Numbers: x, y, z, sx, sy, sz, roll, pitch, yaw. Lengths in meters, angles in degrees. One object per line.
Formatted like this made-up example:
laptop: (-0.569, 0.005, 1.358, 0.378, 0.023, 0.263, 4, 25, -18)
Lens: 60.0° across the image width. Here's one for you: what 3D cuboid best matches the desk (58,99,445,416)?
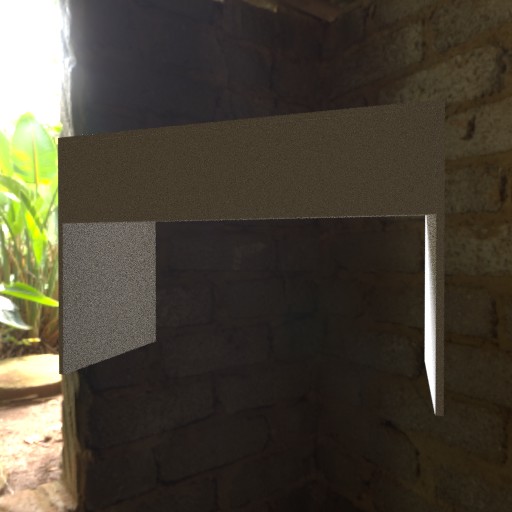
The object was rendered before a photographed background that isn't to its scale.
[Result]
desk: (0.000, 0.000, 1.458, 1.100, 0.730, 0.560, 0, 1, 18)
